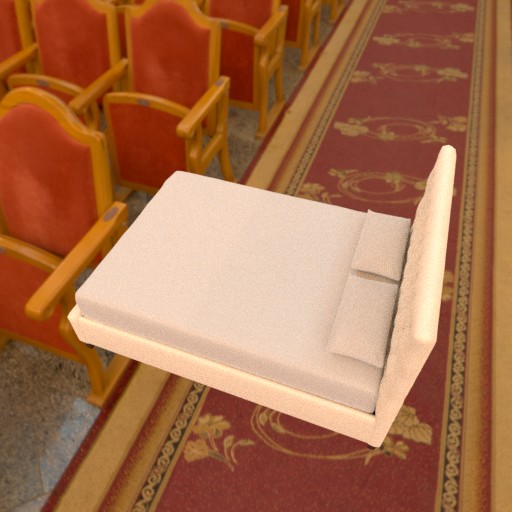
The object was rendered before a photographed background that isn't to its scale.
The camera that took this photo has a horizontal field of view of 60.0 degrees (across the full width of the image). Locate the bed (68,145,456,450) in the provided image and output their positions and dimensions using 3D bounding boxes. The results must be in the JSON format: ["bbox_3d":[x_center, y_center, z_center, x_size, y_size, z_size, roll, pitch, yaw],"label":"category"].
[{"bbox_3d":[0.000,0.000,3.334,2.387,1.427,1.698,15,49,14],"label":"bed"}]
